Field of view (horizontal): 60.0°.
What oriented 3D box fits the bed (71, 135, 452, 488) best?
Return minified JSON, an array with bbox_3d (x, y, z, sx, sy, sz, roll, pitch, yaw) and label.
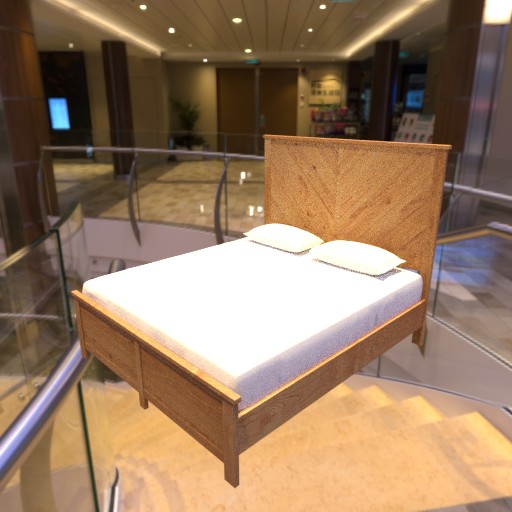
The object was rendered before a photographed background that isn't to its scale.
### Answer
[{"bbox_3d":[0.000,0.000,4.021,2.530,1.938,2.225,-17,25,-42],"label":"bed"}]
